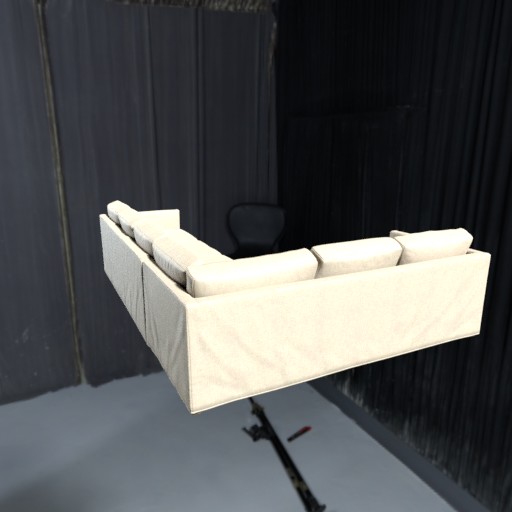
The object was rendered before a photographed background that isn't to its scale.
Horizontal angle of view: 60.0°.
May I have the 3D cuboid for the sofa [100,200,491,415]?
[{"bbox_3d":[0.000,0.000,4.278,2.432,0.871,3.182,-7,17,-25],"label":"sofa"}]
